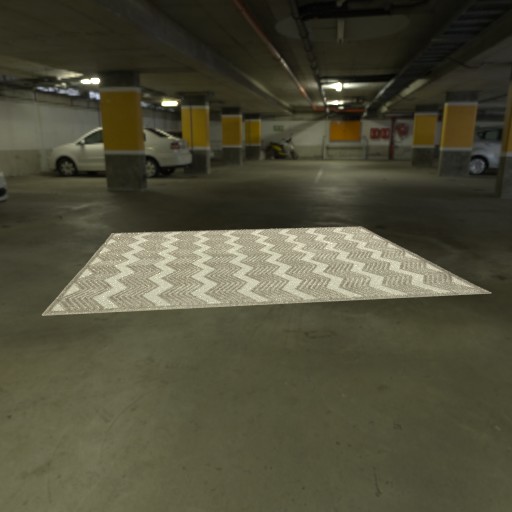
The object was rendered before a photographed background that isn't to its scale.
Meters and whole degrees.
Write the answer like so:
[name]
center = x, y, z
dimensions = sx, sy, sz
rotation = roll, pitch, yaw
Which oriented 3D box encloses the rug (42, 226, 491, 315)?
[rug]
center = 0.000, 0.000, 3.940
dimensions = 2.880, 0.005, 2.391
rotation = -2, 15, -8
